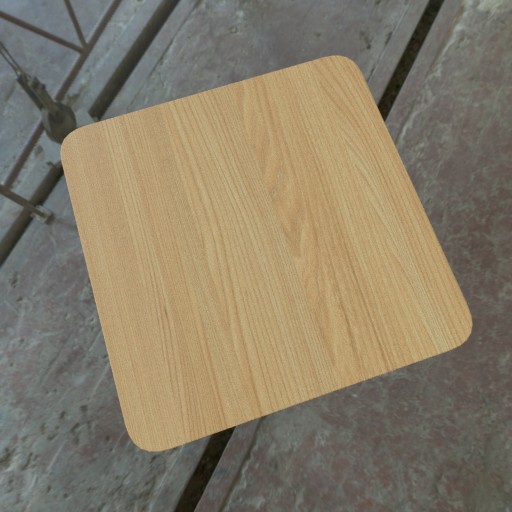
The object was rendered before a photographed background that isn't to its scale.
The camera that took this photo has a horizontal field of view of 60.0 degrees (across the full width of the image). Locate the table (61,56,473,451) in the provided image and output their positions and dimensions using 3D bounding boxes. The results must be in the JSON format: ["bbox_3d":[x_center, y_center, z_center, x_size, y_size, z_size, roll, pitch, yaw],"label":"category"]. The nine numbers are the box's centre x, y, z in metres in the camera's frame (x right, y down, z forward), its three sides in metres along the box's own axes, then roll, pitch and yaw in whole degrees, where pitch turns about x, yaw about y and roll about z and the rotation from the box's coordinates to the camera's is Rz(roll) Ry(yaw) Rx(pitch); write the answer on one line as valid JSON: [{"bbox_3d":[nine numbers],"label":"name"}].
[{"bbox_3d":[0.000,0.000,1.203,0.750,0.450,0.750,-18,76,-5],"label":"table"}]
